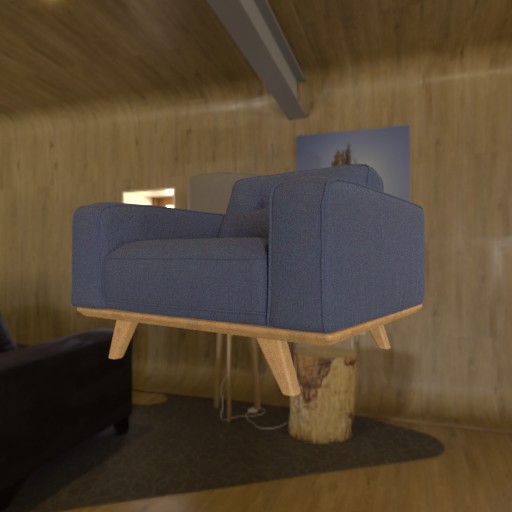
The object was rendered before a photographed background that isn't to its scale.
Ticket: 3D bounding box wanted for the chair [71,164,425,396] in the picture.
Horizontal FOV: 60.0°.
[{"bbox_3d":[0.000,0.000,1.780,1.118,0.783,0.953,0,0,35],"label":"chair"}]
